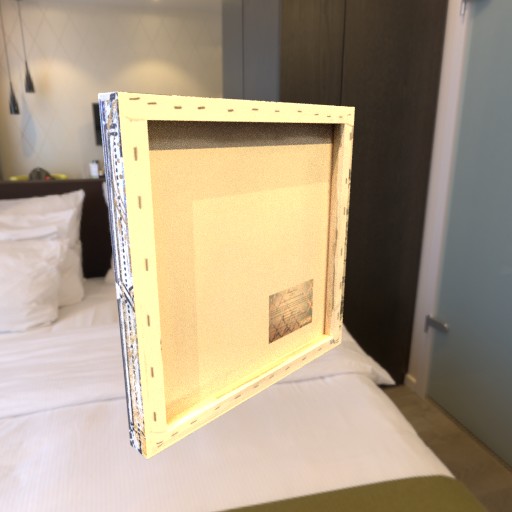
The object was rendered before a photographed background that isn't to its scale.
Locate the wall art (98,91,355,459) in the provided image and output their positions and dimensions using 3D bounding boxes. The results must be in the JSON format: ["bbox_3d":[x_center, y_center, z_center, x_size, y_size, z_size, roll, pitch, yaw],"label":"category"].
[{"bbox_3d":[0.000,0.000,0.622,0.038,0.410,0.411,15,22,42],"label":"wall art"}]
